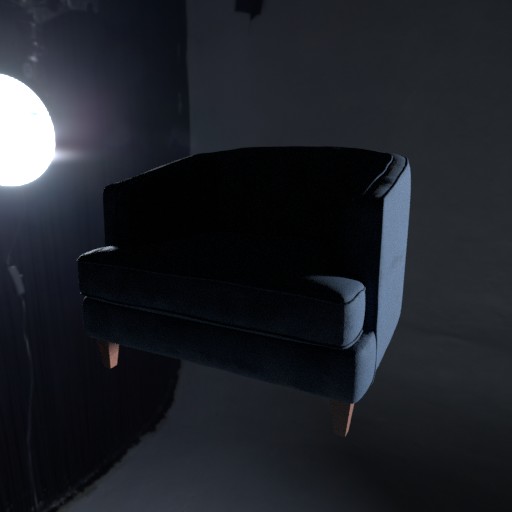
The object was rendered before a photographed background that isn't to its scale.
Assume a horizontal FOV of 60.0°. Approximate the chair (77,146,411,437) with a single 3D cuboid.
[{"bbox_3d":[0.000,0.000,1.768,1.094,0.852,0.940,7,15,26],"label":"chair"}]
